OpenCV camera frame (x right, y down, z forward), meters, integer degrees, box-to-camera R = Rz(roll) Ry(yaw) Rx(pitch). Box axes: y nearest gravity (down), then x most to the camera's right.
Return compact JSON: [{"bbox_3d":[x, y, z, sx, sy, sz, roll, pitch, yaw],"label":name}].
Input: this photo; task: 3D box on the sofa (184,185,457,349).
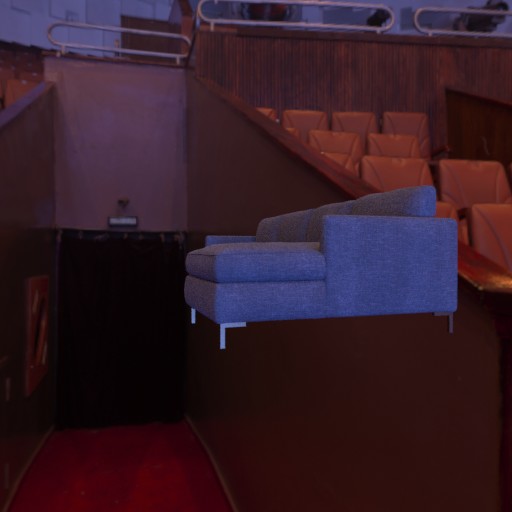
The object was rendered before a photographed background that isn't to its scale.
[{"bbox_3d":[0.000,0.000,3.523,1.350,0.810,2.932,0,0,-18],"label":"sofa"}]
